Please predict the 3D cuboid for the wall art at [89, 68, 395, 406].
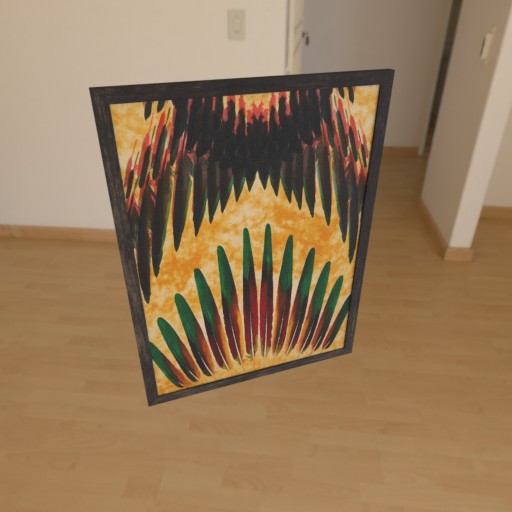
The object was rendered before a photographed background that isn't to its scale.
[{"bbox_3d":[0.000,0.000,1.410,0.812,1.066,0.029,-10,33,-16],"label":"wall art"}]
